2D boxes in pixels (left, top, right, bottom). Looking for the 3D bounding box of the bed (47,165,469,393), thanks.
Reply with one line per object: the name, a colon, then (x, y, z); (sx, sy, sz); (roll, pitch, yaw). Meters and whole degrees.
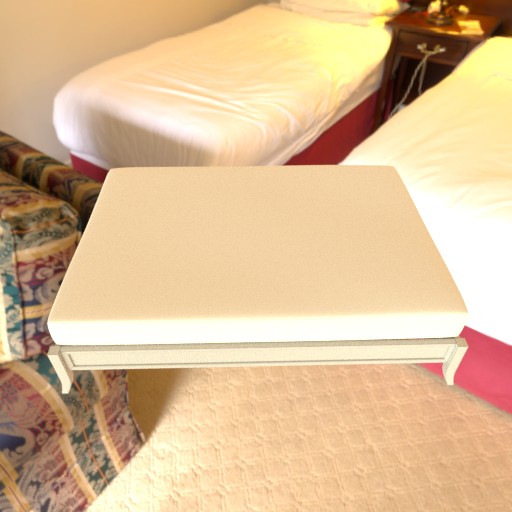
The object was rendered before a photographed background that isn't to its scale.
bed: (0.000, 0.000, 2.619); (1.985, 0.510, 1.460); (-1, 42, -1)
